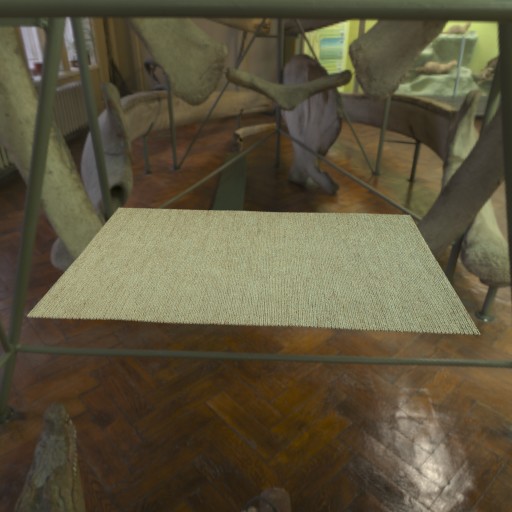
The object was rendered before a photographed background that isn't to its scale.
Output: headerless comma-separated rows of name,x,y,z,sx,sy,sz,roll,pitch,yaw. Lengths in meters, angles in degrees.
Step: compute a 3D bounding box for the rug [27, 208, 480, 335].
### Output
rug,0.000,0.000,3.039,2.439,0.011,1.533,2,29,3
